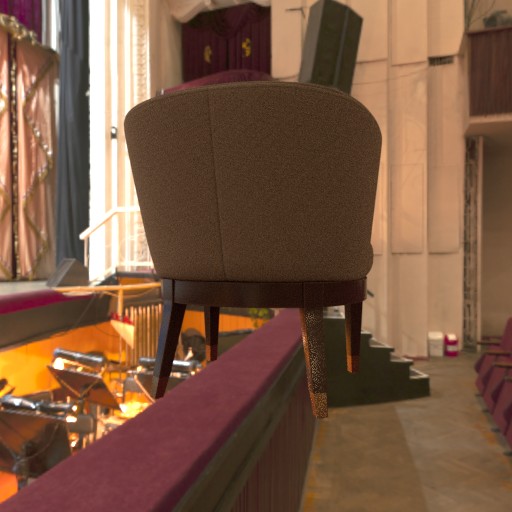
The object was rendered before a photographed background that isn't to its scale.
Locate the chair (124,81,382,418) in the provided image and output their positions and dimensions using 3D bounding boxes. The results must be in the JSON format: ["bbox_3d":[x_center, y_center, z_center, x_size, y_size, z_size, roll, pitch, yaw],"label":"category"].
[{"bbox_3d":[0.000,0.000,1.282,0.700,0.760,0.660,0,0,18],"label":"chair"}]
